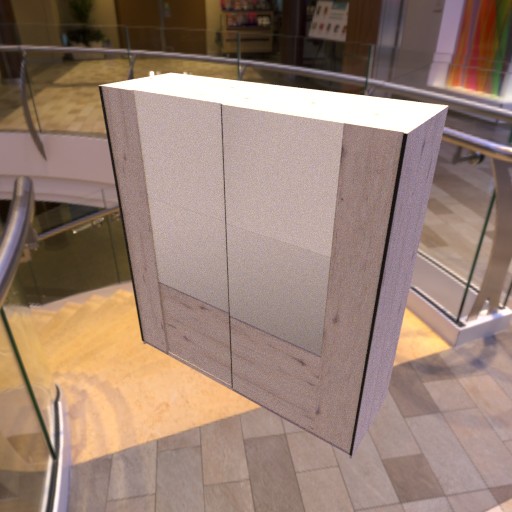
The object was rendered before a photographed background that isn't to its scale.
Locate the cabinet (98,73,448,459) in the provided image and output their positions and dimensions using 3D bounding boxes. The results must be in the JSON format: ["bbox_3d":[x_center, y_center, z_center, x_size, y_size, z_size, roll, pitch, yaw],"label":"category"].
[{"bbox_3d":[0.000,0.000,3.134,2.000,2.180,0.660,19,36,29],"label":"cabinet"}]
